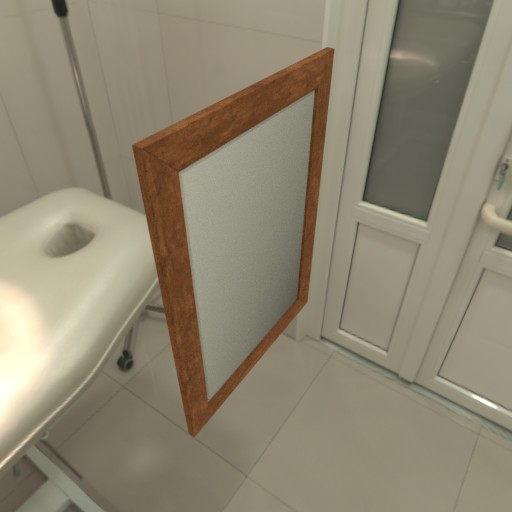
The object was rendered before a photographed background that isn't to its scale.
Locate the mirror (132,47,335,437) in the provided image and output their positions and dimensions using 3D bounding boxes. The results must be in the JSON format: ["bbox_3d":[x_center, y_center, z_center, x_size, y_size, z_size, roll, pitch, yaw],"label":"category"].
[{"bbox_3d":[0.000,0.000,1.446,0.028,1.099,0.796,24,46,26],"label":"mirror"}]
